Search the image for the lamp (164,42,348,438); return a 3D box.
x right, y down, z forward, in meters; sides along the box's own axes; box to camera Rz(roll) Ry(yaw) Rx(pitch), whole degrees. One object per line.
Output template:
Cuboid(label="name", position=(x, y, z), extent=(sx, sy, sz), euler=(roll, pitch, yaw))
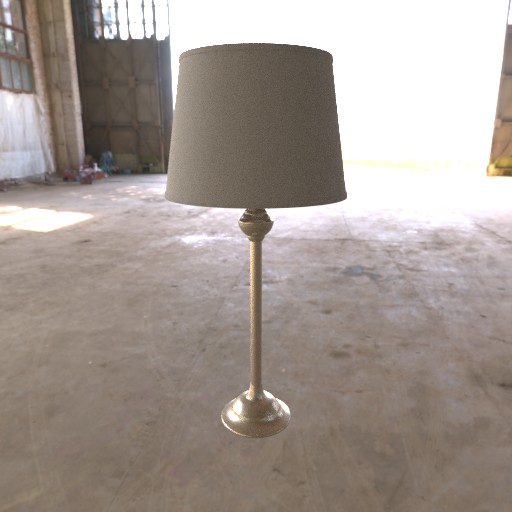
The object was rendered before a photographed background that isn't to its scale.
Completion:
Cuboid(label="lamp", position=(0.000, 0.000, 0.846), extent=(0.331, 0.698, 0.331), euler=(0, 15, 0))
